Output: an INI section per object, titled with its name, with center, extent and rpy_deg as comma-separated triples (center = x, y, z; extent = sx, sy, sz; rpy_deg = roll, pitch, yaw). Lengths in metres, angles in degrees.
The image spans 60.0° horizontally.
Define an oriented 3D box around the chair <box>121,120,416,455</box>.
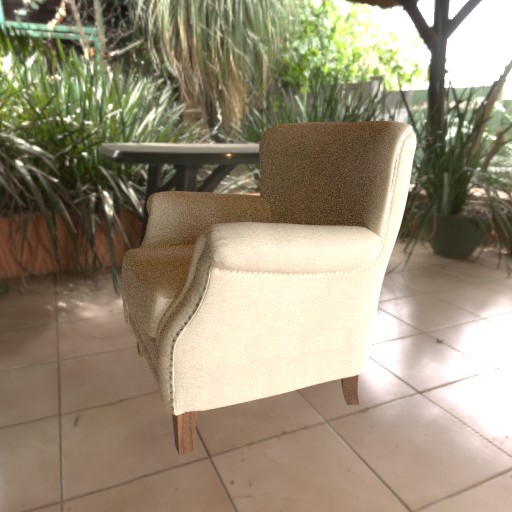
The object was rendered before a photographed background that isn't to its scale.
[chair]
center = 0.000, 0.000, 1.605
extent = 0.921, 0.936, 0.861
rpy_deg = -7, 17, -24
